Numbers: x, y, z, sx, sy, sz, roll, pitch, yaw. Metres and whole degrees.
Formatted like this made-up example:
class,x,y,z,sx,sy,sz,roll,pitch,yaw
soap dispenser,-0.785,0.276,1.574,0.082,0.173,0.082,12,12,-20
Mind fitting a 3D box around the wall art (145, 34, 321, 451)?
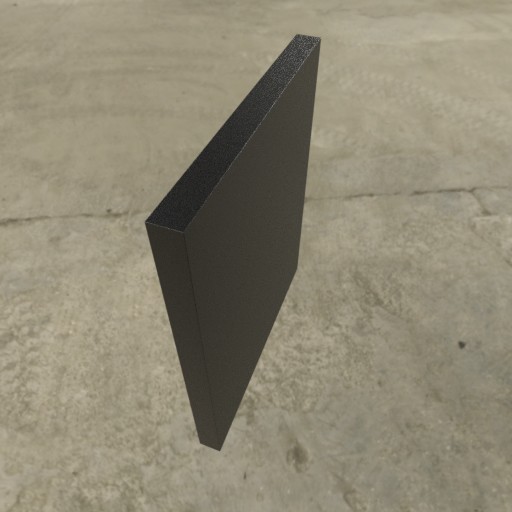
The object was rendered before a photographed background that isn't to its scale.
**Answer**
class,x,y,z,sx,sy,sz,roll,pitch,yaw
wall art,0.000,0.000,0.521,0.028,0.380,0.325,16,49,14
